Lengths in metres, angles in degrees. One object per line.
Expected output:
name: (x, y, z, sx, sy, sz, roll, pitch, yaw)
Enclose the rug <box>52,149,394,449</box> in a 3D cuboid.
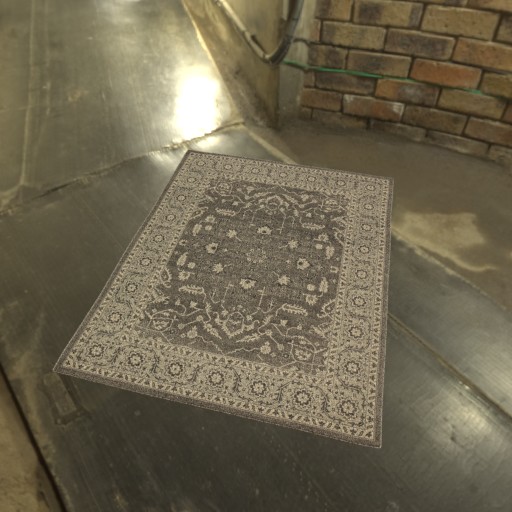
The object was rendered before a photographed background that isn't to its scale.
rug: (0.000, 0.000, 4.171, 2.451, 0.026, 3.069, 10, 48, 9)
